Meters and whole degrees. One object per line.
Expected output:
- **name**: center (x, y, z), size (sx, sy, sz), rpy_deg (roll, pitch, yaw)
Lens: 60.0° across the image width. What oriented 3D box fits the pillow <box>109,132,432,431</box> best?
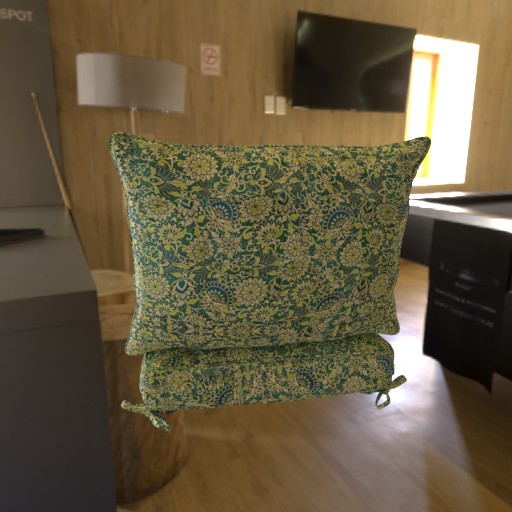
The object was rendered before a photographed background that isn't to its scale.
- **pillow**: center (0.000, 0.000, 1.380), size (0.798, 0.722, 0.740), rpy_deg (-2, 14, -9)
